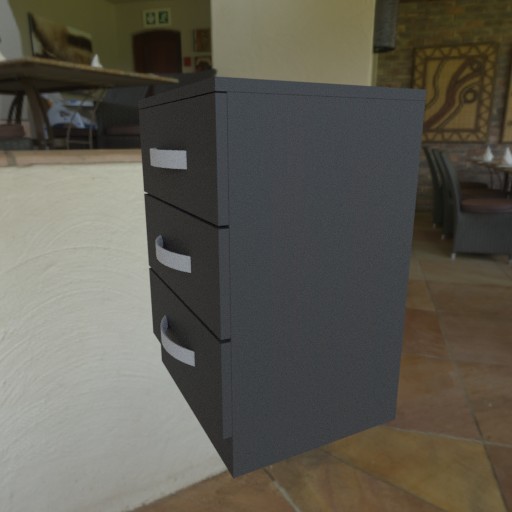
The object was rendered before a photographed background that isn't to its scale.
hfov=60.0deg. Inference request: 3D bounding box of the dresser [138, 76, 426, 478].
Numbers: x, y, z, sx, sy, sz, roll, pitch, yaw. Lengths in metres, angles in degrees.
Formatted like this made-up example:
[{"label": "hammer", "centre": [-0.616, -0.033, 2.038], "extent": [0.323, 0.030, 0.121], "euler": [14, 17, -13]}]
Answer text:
[{"label": "dresser", "centre": [0.000, 0.000, 0.819], "extent": [0.360, 0.560, 0.400], "euler": [-7, 17, -26]}]
